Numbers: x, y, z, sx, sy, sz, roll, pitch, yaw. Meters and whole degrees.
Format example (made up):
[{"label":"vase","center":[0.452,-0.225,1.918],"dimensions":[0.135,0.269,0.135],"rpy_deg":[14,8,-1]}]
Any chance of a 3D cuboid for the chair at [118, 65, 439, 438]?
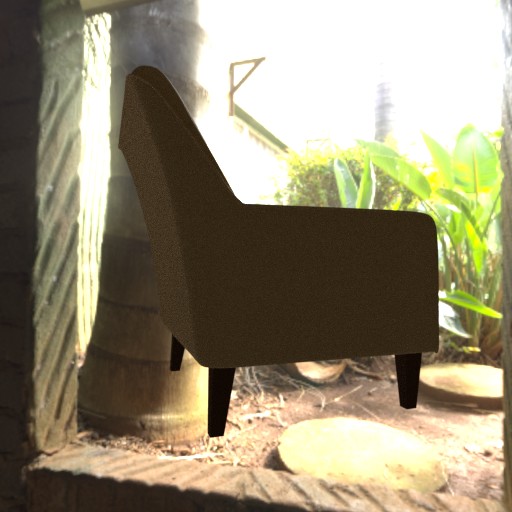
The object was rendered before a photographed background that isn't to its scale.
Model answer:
[{"label":"chair","center":[0.000,0.000,1.538],"dimensions":[0.899,0.919,0.780],"rpy_deg":[0,-1,-19]}]
